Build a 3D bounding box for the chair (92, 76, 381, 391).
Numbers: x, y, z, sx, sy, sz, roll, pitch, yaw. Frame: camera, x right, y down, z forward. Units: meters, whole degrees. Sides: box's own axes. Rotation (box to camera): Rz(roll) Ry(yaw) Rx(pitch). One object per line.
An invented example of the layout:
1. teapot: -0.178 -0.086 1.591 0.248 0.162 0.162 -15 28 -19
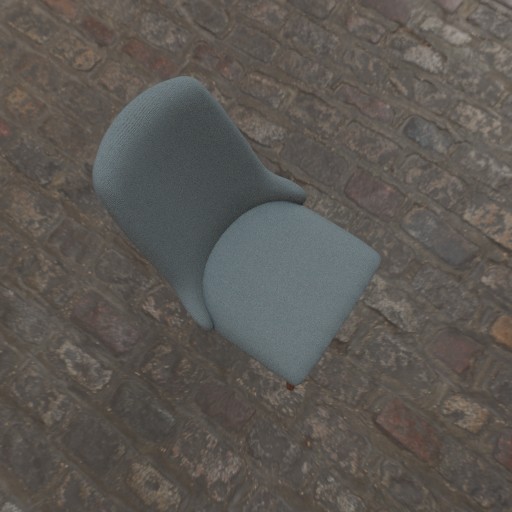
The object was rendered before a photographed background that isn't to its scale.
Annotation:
1. chair: 0.000 0.000 1.337 0.707 0.918 0.535 35 78 8
